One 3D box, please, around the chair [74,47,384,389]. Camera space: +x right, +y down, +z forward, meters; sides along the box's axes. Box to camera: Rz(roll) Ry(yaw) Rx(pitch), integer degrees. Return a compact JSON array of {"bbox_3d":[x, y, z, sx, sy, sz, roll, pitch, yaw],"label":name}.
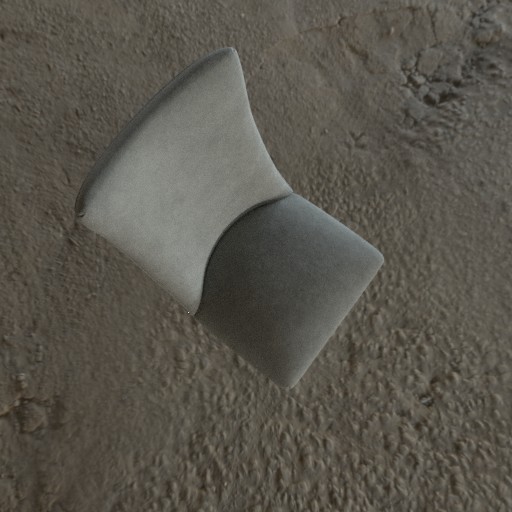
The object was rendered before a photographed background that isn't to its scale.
[{"bbox_3d":[0.000,0.000,1.263,0.610,0.902,0.495,37,79,9],"label":"chair"}]
